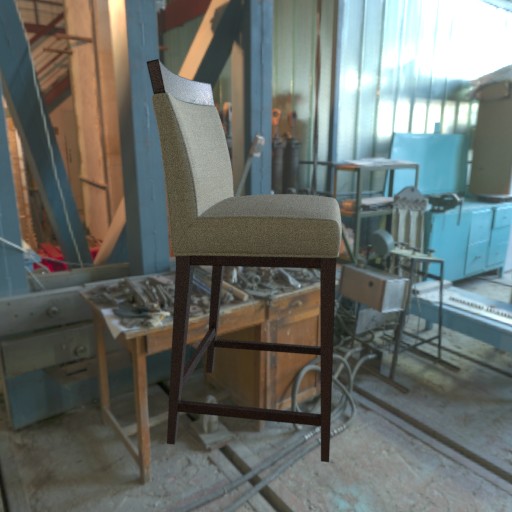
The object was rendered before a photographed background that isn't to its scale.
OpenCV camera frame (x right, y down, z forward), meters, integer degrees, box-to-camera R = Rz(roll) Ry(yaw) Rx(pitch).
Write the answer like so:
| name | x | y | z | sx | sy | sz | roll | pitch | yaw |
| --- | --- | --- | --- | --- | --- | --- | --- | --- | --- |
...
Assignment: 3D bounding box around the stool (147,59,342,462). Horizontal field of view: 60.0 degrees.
| name | x | y | z | sx | sy | sz | roll | pitch | yaw |
| --- | --- | --- | --- | --- | --- | --- | --- | --- | --- |
| stool | 0.000 | 0.000 | 1.304 | 0.480 | 1.011 | 0.463 | 2 | 15 | 9 |
